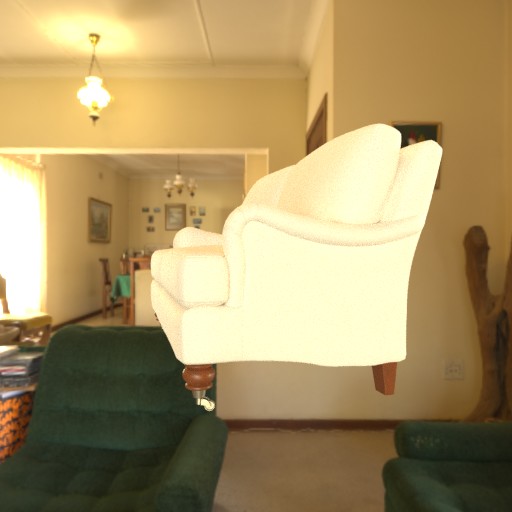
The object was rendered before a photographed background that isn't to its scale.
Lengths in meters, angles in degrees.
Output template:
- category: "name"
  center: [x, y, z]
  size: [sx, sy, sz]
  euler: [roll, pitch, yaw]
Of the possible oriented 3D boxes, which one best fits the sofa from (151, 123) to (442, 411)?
- category: "sofa"
  center: [0.000, 0.000, 2.503]
  size: [1.084, 1.101, 1.853]
  euler: [0, 1, -16]
